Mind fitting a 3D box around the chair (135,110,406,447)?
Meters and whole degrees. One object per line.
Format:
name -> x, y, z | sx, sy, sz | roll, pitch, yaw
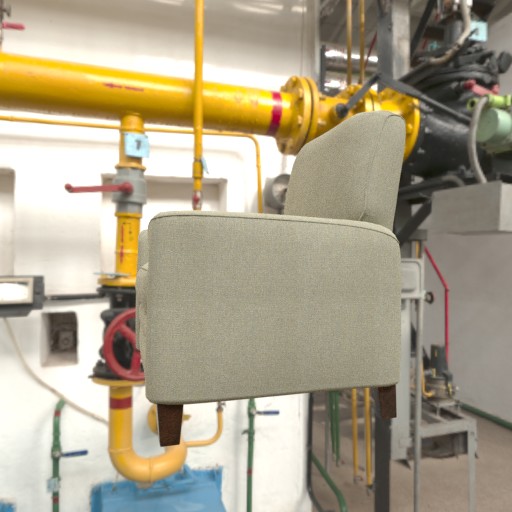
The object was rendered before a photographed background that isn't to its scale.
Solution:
chair -> 0.000, 0.000, 1.628 | 0.853, 1.006, 0.850 | 0, 0, -17
